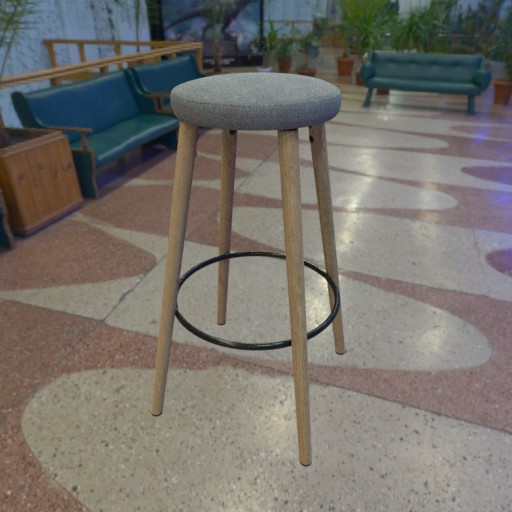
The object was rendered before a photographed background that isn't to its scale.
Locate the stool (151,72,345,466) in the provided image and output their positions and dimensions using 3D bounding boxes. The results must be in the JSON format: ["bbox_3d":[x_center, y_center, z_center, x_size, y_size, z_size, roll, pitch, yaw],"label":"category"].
[{"bbox_3d":[0.000,0.000,1.011,0.410,0.770,0.410,11,31,18],"label":"stool"}]
